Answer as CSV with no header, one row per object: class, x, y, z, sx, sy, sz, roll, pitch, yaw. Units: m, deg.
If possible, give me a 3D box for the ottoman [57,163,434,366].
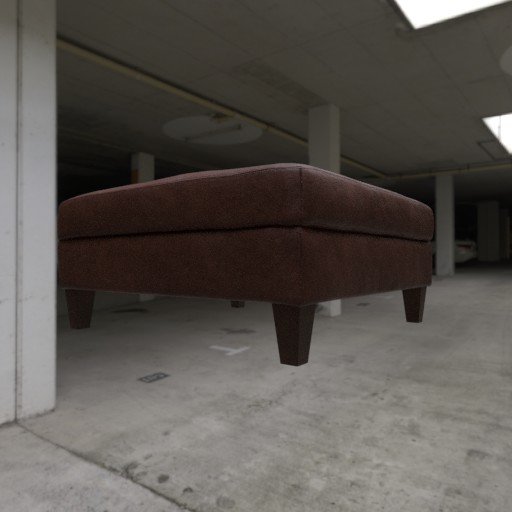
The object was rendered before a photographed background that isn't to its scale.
ottoman,0.000,0.000,1.335,0.844,0.415,0.836,0,-1,37
